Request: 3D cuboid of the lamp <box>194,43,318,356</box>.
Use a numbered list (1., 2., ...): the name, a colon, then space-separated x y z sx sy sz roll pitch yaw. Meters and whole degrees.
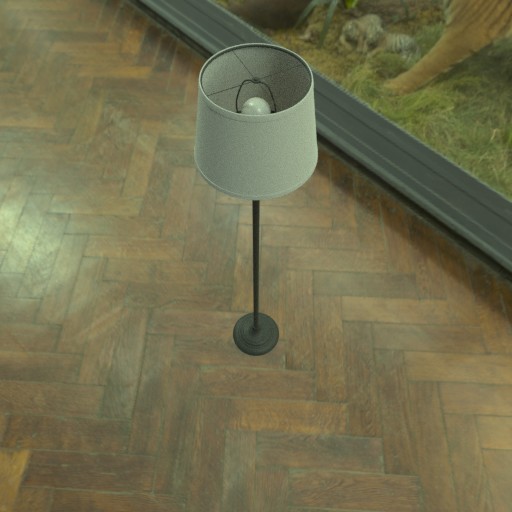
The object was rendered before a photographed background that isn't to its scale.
1. lamp: 0.000 0.000 1.622 0.327 1.506 0.327 15 59 9
